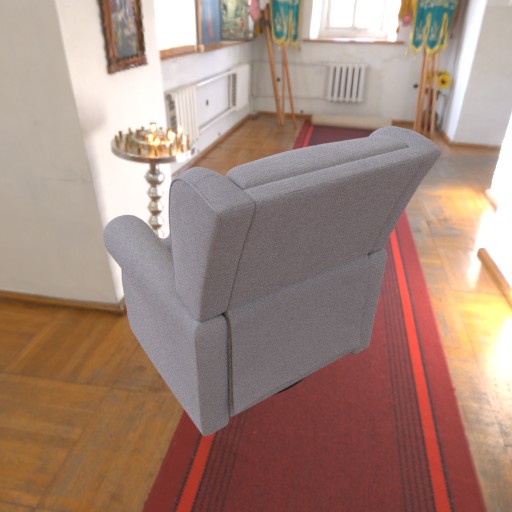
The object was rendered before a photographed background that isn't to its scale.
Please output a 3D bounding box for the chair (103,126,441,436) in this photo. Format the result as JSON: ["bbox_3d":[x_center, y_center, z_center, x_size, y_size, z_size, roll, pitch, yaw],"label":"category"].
[{"bbox_3d":[0.000,0.000,1.654,0.906,0.966,0.854,-19,35,-29],"label":"chair"}]
